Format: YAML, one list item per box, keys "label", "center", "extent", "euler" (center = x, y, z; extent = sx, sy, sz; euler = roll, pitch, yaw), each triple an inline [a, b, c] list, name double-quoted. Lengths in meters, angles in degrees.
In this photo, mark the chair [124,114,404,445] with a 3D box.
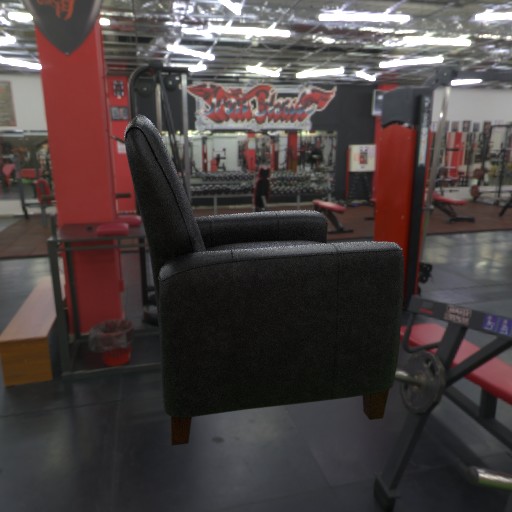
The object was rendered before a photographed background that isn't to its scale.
- label: "chair"
  center: [0.000, 0.000, 1.689]
  extent: [0.864, 1.014, 0.848]
  euler: [-3, 14, -11]
